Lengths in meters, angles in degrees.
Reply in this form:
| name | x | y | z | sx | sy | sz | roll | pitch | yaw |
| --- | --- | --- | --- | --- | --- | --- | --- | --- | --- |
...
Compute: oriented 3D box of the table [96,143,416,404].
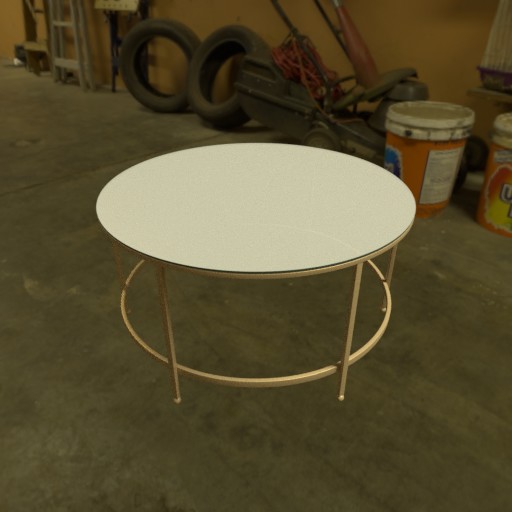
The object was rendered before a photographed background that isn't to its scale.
| name | x | y | z | sx | sy | sz | roll | pitch | yaw |
| --- | --- | --- | --- | --- | --- | --- | --- | --- | --- |
| table | 0.000 | 0.000 | 1.439 | 0.914 | 0.470 | 0.914 | 0 | 31 | 0 |
